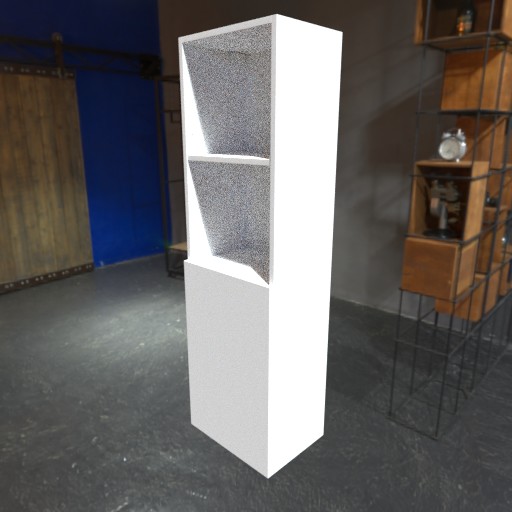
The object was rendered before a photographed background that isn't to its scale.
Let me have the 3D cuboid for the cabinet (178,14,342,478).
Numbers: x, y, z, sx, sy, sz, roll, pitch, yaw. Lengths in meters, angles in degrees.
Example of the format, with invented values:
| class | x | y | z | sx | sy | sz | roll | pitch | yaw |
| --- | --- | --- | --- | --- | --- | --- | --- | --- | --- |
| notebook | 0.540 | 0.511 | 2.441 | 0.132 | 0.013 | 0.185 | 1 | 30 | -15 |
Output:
| class | x | y | z | sx | sy | sz | roll | pitch | yaw |
| --- | --- | --- | --- | --- | --- | --- | --- | --- | --- |
| cabinet | 0.000 | 0.000 | 1.484 | 0.400 | 1.350 | 0.300 | 15 | 21 | 42 |
